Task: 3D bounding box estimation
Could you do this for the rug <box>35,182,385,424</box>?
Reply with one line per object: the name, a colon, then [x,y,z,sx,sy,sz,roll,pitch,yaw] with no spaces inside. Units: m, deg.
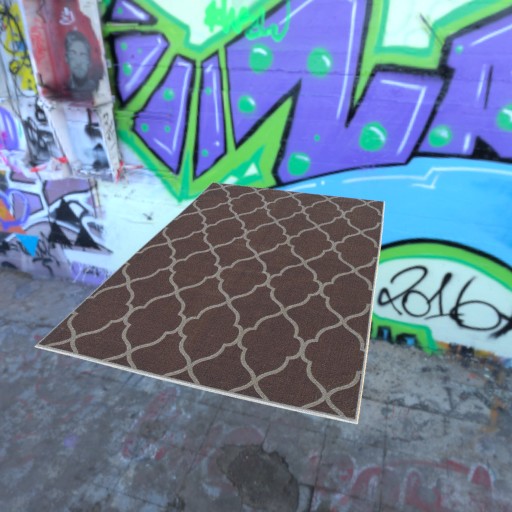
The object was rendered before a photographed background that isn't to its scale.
rug: [0.000,0.000,2.861,1.528,0.014,2.294,9,31,14]
